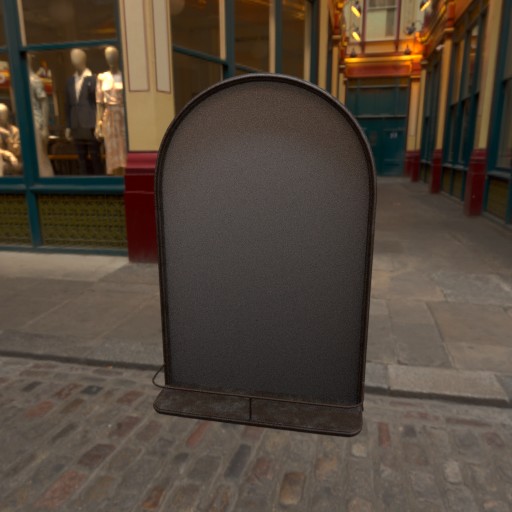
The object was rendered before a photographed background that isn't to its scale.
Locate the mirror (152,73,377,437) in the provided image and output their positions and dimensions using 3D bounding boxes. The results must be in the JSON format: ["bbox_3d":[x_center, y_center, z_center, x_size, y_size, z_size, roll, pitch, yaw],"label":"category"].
[{"bbox_3d":[0.000,0.000,0.980,0.510,0.770,0.137,3,14,11],"label":"mirror"}]
